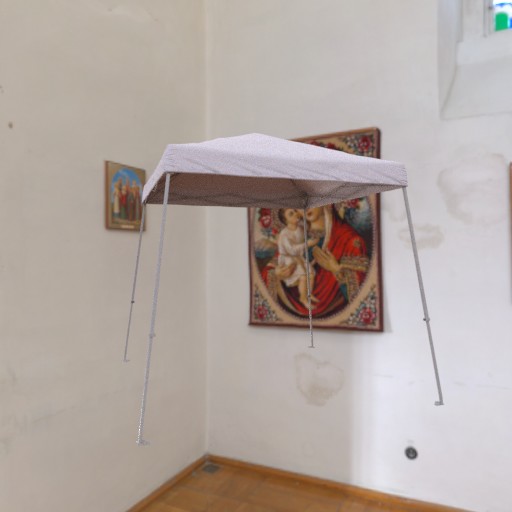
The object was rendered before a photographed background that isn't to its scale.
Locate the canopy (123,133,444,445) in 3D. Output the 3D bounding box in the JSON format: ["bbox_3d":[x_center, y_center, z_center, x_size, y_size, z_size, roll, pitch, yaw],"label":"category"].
[{"bbox_3d":[0.000,0.000,5.141,2.849,2.850,2.850,0,0,-19],"label":"canopy"}]
